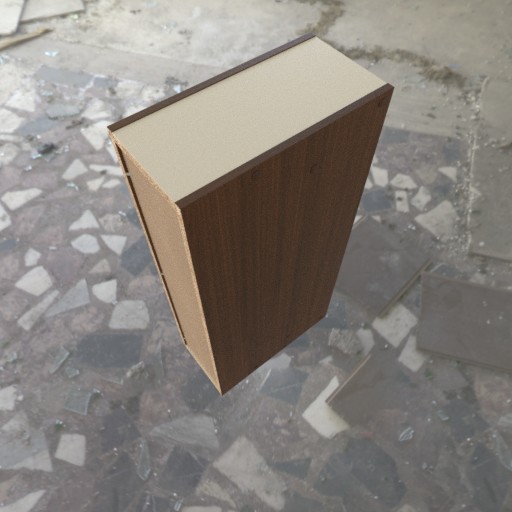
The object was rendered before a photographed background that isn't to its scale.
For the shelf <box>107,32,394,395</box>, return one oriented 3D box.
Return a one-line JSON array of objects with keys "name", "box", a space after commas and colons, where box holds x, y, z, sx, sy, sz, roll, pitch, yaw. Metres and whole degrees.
[{"name": "shelf", "box": [0.000, 0.000, 0.738, 0.290, 0.600, 0.147, -33, 63, -20]}]
